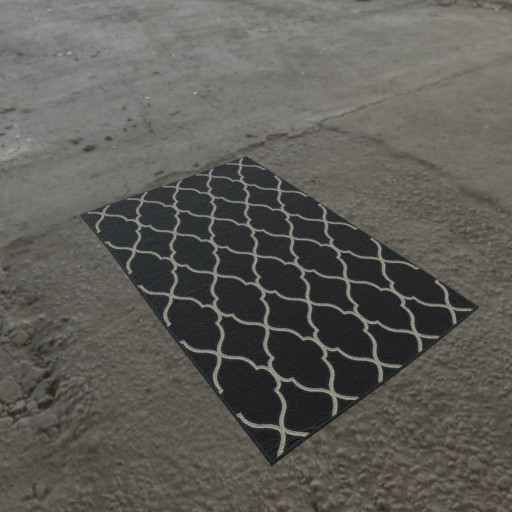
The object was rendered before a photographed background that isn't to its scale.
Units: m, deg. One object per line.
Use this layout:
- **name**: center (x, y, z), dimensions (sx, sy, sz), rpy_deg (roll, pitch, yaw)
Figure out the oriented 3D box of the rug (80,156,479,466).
- **rug**: center (0.000, 0.000, 2.895), dimensions (1.526, 0.014, 2.290), rpy_deg (-26, 47, -27)
